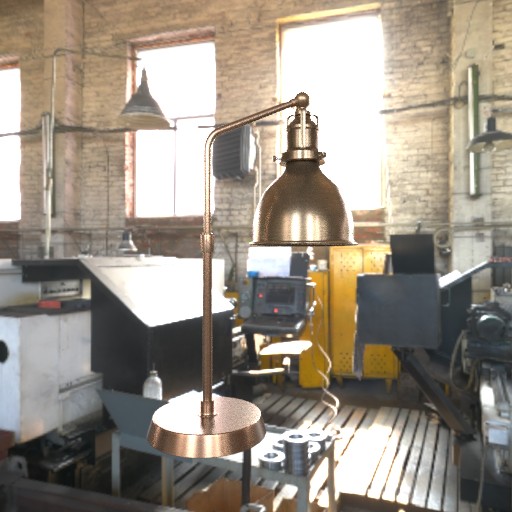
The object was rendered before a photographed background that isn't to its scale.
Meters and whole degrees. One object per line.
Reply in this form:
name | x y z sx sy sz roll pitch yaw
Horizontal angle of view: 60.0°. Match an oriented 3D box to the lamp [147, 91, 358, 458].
lamp | 0.000 0.000 0.596 0.286 0.456 0.153 0 0 -18
